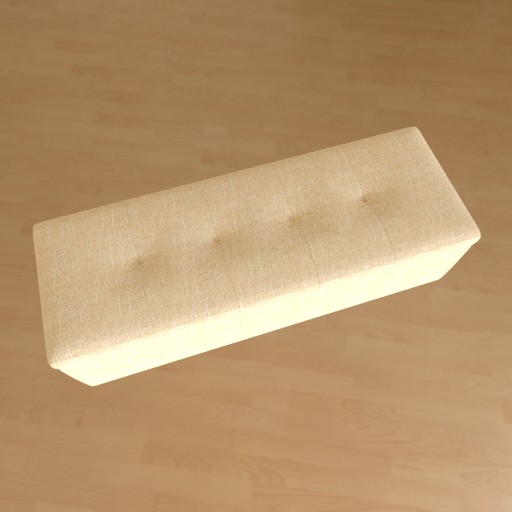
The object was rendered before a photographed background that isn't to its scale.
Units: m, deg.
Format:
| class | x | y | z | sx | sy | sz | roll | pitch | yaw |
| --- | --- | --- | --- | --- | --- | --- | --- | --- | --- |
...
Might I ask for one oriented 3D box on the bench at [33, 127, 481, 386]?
| class | x | y | z | sx | sy | sz | roll | pitch | yaw |
| --- | --- | --- | --- | --- | --- | --- | --- | --- | --- |
| bench | 0.000 | 0.000 | 1.414 | 1.219 | 0.406 | 0.432 | -16 | 66 | -7 |
